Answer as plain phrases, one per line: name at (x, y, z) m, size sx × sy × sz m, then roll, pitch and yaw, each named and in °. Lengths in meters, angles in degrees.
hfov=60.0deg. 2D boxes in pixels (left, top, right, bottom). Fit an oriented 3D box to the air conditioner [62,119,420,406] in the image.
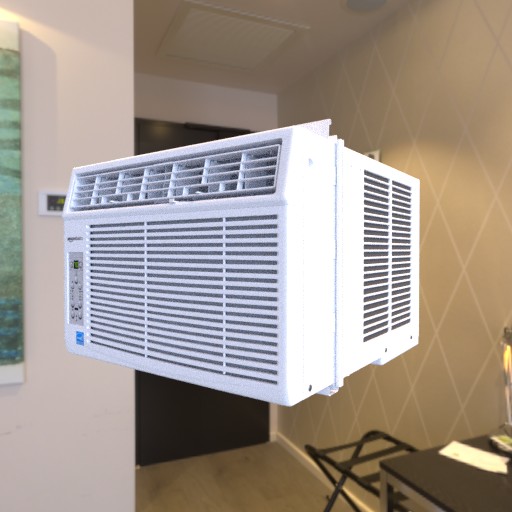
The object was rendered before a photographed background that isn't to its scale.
air conditioner at (0.000, 0.000, 0.883) m, size 0.503 × 0.388 × 0.546 m, roll 1°, pitch 1°, yaw 36°
